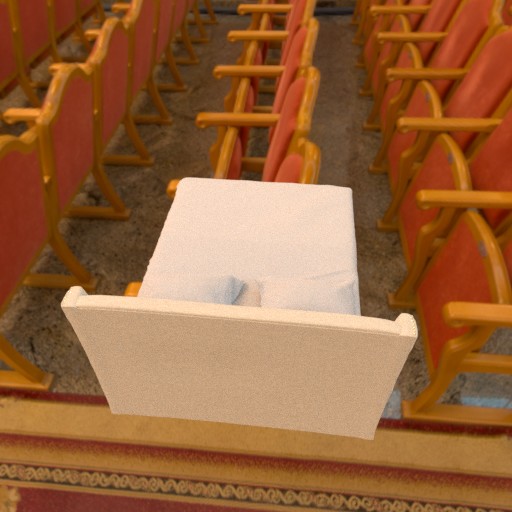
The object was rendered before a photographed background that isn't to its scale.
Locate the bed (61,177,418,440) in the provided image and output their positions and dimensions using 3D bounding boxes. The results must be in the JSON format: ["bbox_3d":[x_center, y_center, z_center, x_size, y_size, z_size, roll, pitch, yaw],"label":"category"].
[{"bbox_3d":[0.000,0.000,3.564,1.925,1.332,2.276,4,45,4],"label":"bed"}]
